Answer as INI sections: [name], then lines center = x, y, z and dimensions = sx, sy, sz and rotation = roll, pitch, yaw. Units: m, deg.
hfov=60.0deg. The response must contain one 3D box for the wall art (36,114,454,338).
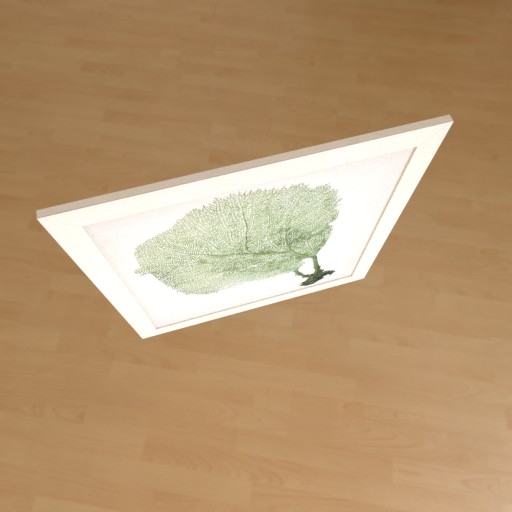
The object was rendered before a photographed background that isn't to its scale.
[wall art]
center = 0.000, 0.000, 0.868
dimensions = 0.584, 0.584, 0.013
rotation = -15, 65, -7
